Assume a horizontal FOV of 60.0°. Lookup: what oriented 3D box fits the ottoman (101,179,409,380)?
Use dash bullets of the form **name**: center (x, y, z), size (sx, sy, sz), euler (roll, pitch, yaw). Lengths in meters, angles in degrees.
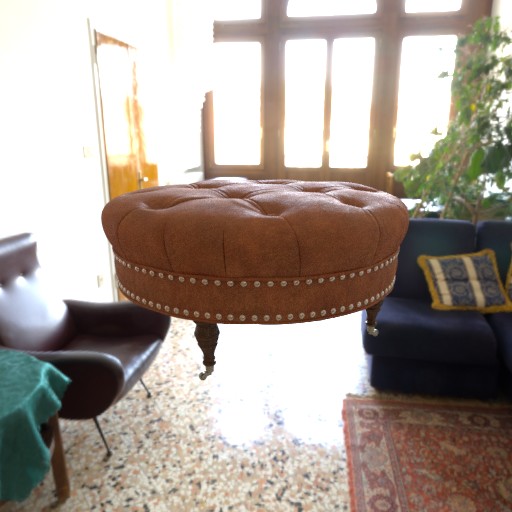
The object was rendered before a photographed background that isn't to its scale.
- **ottoman**: center (0.000, 0.000, 1.399), size (0.901, 0.444, 0.901), euler (0, 15, 0)
